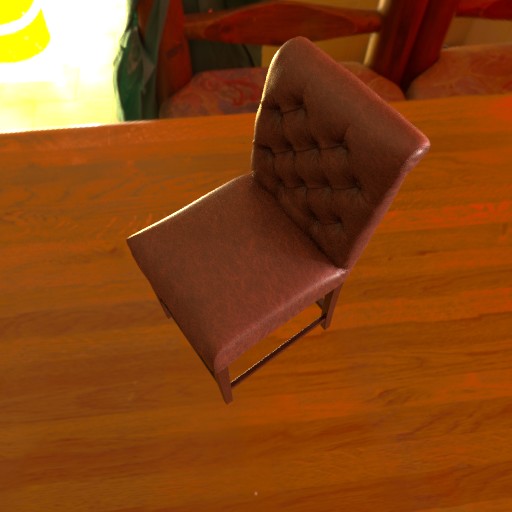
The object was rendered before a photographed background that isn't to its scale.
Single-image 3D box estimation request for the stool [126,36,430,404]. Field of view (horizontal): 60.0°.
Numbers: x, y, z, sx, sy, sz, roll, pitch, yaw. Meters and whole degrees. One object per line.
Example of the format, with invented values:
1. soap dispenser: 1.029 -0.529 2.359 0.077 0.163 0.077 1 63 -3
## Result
1. stool: 0.000 0.000 1.437 0.660 1.084 0.486 -33 67 -16
